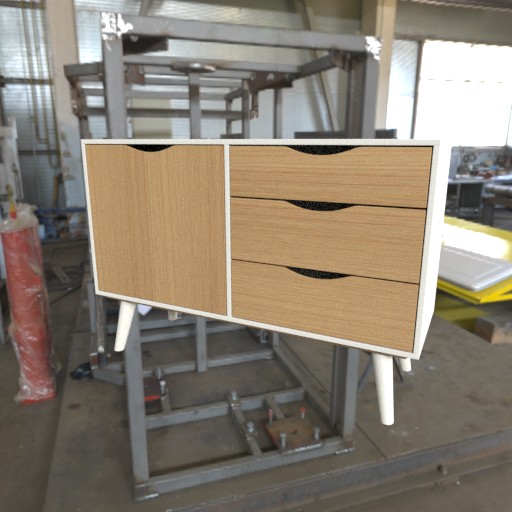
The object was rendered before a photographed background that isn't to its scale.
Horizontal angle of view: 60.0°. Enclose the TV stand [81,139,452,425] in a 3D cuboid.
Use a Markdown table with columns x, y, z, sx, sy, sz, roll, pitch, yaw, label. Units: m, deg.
| x | y | z | sx | sy | sz | roll | pitch | yaw | label |
| --- | --- | --- | --- | --- | --- | --- | --- | --- | --- |
| 0.000 | 0.000 | 1.596 | 1.193 | 0.812 | 0.406 | 7 | 16 | 26 | TV stand |
